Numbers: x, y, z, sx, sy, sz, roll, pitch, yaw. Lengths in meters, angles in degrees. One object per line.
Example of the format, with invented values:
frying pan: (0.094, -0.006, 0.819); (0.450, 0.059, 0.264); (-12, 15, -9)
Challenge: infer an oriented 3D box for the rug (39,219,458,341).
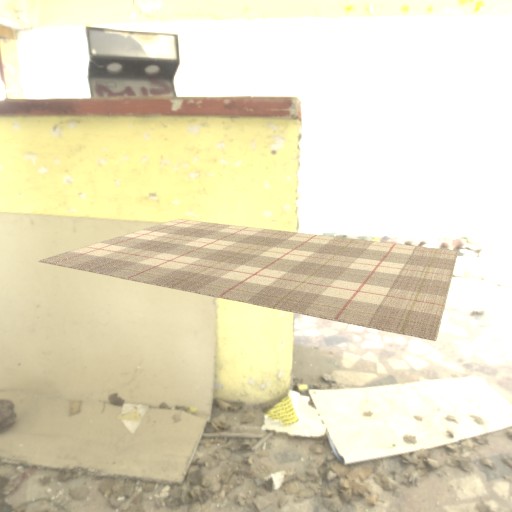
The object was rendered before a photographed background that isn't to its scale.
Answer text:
rug: (0.000, 0.000, 3.038); (2.464, 0.010, 1.549); (8, 18, 26)
